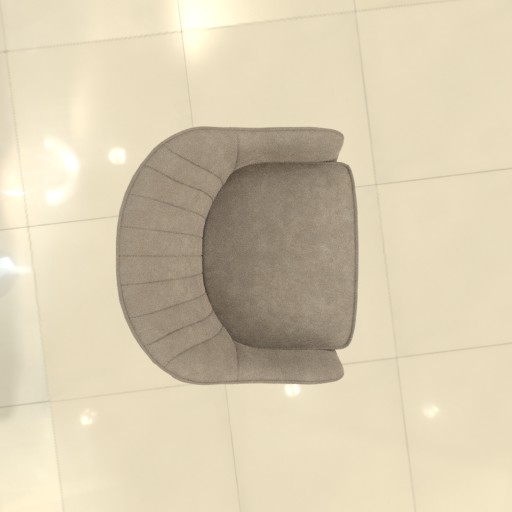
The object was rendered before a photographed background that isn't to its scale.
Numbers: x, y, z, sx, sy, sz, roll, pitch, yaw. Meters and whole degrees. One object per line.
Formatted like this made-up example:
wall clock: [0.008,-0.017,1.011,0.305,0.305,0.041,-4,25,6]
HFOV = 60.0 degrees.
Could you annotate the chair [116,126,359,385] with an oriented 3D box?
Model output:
chair: [0.000,0.000,1.264,0.573,0.831,0.635,0,90,-1]
